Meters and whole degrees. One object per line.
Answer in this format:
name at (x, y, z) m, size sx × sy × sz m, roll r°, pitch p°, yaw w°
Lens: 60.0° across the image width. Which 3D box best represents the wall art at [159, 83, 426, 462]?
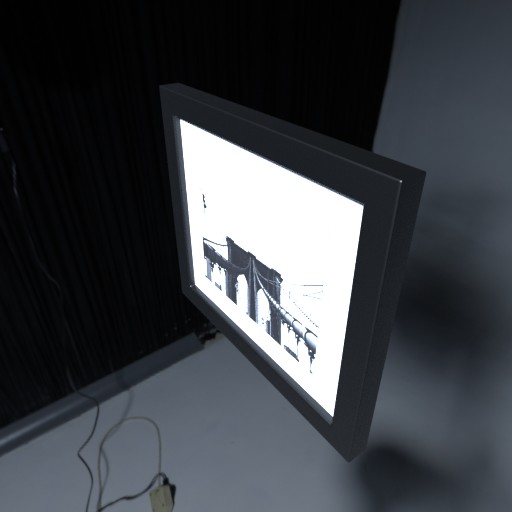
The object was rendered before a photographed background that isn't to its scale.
wall art at (0.000, 0.000, 0.531) m, size 0.028 × 0.330 × 0.380 m, roll -22°, pitch 38°, yaw -30°
